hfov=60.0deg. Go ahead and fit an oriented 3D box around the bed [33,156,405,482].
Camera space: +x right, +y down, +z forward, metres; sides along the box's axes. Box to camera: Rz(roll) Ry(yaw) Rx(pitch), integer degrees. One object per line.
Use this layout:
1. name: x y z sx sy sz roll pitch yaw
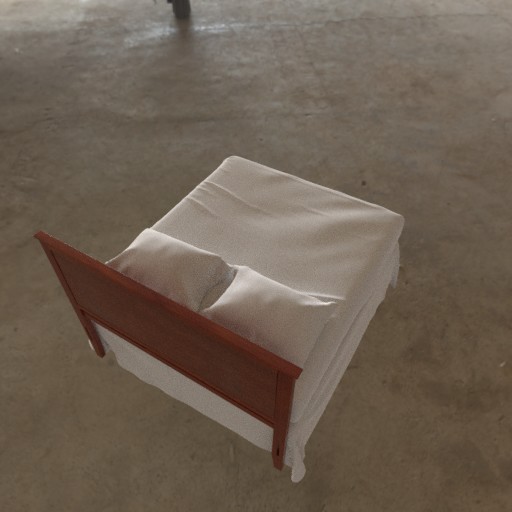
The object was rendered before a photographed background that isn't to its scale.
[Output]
1. bed: 0.000 0.000 3.211 1.870 1.270 2.050 24 52 21
